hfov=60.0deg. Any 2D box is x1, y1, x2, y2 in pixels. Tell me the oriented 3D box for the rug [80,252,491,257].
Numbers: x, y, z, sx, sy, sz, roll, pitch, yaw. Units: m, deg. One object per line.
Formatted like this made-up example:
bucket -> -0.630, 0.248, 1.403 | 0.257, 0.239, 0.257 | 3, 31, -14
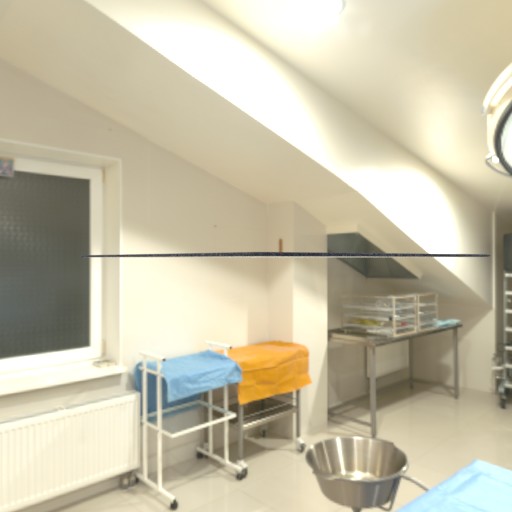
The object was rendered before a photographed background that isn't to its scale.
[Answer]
rug -> 0.000, 0.000, 4.192 | 2.385, 0.024, 3.245 | 0, 0, -37
